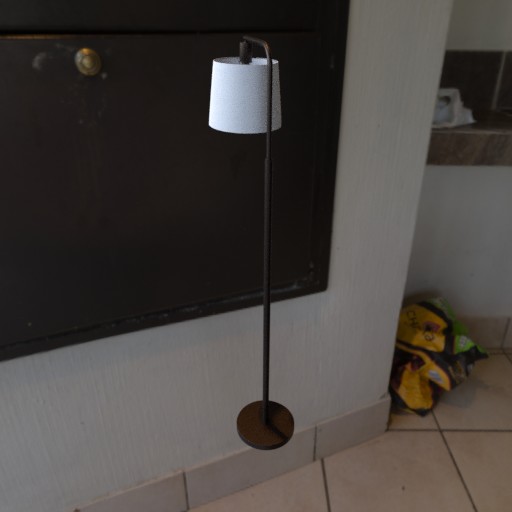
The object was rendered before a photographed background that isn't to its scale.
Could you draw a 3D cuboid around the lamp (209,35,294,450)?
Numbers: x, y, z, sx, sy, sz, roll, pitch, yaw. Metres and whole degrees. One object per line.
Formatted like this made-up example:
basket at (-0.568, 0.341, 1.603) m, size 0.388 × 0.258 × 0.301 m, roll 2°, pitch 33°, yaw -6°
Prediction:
lamp at (0.000, 0.000, 1.657) m, size 0.254 × 1.478 × 0.508 m, roll -8°, pitch 27°, yaw -16°
